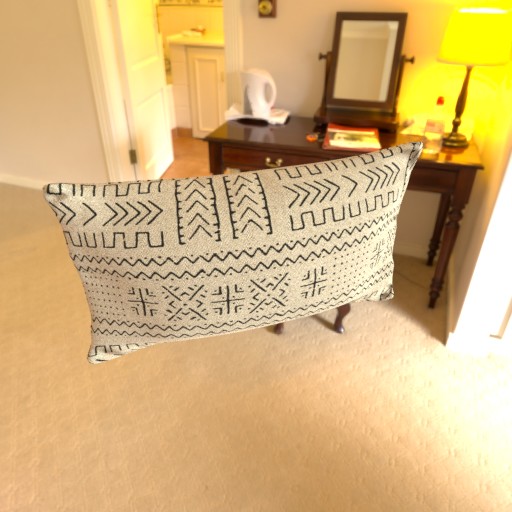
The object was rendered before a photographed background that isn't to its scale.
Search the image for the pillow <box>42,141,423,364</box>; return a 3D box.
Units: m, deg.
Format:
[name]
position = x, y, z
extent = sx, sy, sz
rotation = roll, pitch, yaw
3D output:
[pillow]
position = 0.000, 0.000, 0.790
extent = 0.637, 0.352, 0.188
rotation = -10, 33, -15
